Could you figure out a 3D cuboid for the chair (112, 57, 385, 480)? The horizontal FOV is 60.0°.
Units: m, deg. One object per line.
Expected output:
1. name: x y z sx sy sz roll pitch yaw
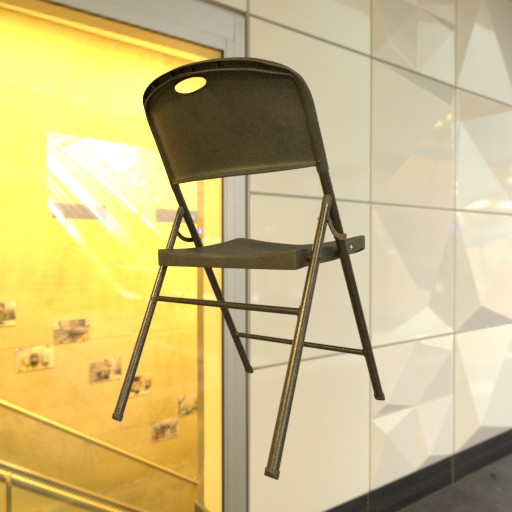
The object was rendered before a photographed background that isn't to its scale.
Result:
1. chair: 0.000 0.000 1.160 0.494 0.810 0.566 1 1 37
